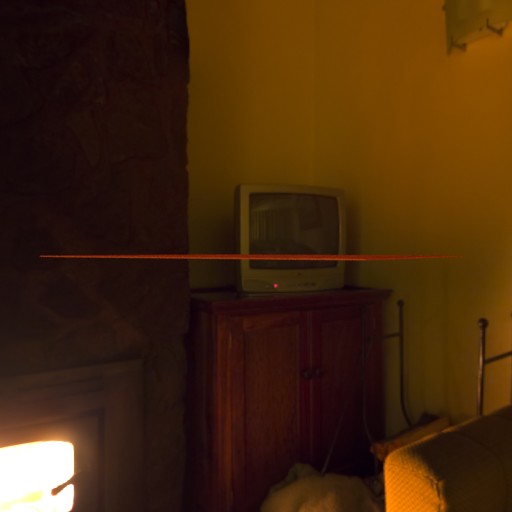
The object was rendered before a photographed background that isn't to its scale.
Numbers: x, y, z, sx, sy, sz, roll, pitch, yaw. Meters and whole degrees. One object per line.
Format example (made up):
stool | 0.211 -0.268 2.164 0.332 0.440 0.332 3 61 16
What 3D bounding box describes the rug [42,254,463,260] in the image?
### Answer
rug | 0.000 0.000 3.893 2.929 0.012 2.300 0 1 36
